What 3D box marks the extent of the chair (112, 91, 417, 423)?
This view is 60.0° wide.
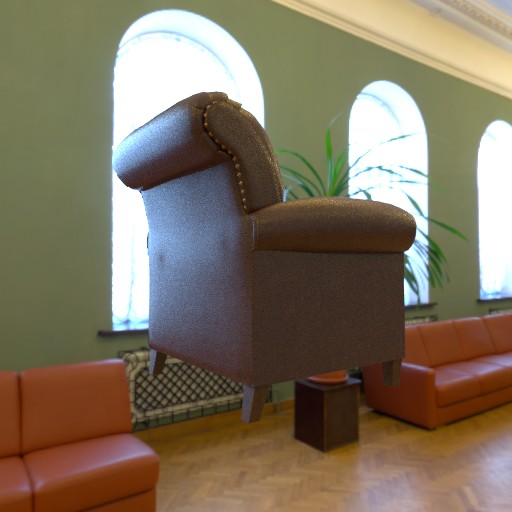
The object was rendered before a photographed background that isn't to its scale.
[{"bbox_3d":[0.000,0.000,1.647,0.890,0.927,0.854,1,-2,-36],"label":"chair"}]
